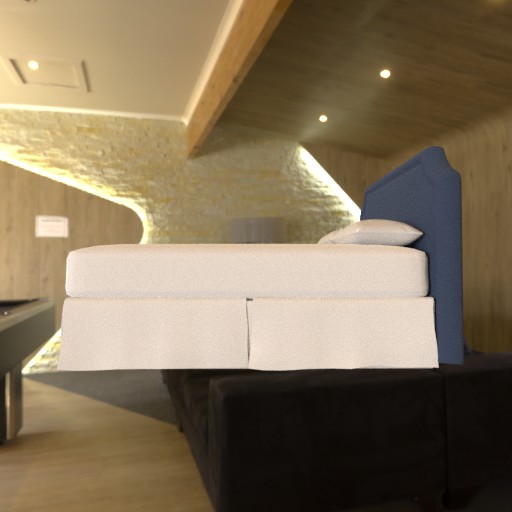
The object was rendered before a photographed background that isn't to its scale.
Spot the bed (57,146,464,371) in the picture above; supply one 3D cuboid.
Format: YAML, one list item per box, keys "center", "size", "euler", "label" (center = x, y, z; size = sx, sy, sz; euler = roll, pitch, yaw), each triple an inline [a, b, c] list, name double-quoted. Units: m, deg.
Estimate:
- center: [0.000, 0.000, 3.306]
  size: [2.260, 1.297, 1.831]
  euler: [0, -1, -1]
  label: "bed"
